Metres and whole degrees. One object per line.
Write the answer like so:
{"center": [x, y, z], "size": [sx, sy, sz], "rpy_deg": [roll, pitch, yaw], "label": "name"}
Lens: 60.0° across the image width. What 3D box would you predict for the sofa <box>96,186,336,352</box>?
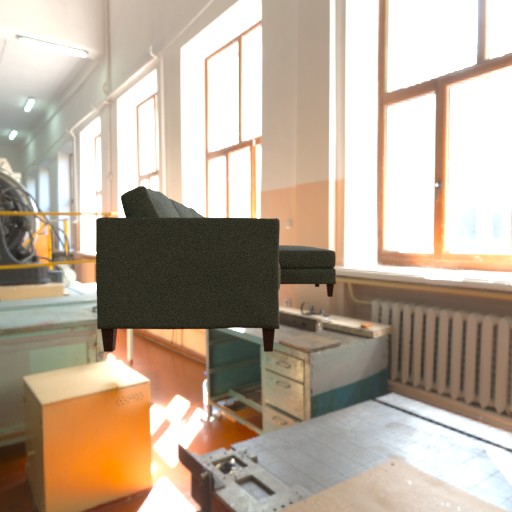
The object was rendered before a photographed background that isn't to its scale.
{"center": [0.000, 0.000, 3.807], "size": [1.625, 0.861, 3.186], "rpy_deg": [0, 2, 0], "label": "sofa"}
